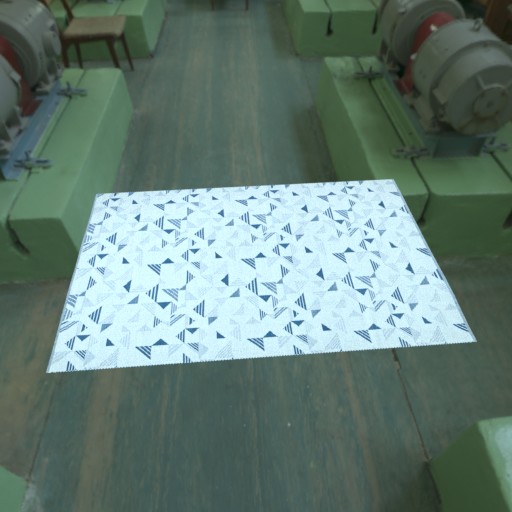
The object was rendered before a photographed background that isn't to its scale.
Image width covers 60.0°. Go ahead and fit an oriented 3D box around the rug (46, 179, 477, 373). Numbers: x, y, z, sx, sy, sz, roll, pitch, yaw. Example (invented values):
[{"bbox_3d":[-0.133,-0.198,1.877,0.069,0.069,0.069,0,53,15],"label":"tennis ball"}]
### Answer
[{"bbox_3d":[0.000,0.000,2.293,1.835,0.003,1.206,-3,45,-3],"label":"rug"}]
